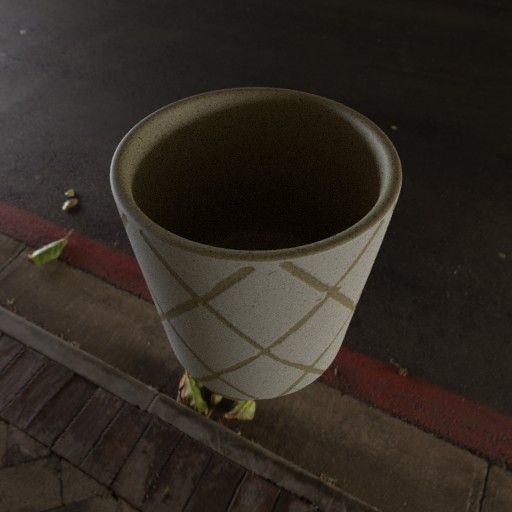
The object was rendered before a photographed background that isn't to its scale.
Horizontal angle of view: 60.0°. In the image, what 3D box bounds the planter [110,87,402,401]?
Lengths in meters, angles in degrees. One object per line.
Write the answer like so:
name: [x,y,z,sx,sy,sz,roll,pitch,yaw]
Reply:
planter: [0.000,0.000,0.368,0.191,0.199,0.191,0,47,0]
